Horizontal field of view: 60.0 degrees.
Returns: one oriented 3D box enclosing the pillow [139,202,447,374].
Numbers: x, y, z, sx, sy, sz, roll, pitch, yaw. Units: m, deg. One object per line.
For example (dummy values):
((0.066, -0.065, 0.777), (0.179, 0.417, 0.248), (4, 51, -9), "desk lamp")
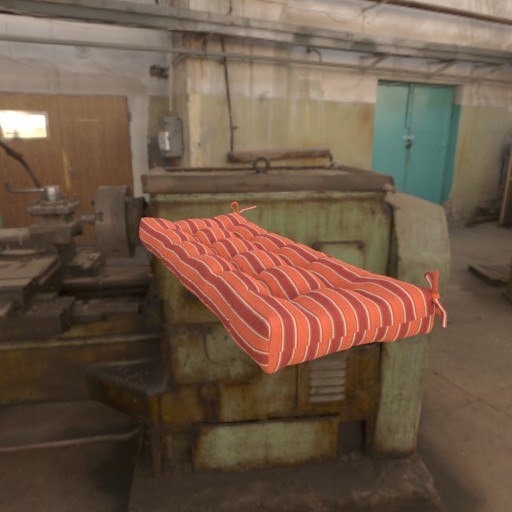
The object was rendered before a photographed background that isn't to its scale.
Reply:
((0.000, 0.000, 1.391), (0.511, 0.174, 1.194), (-7, 17, -25), "pillow")
